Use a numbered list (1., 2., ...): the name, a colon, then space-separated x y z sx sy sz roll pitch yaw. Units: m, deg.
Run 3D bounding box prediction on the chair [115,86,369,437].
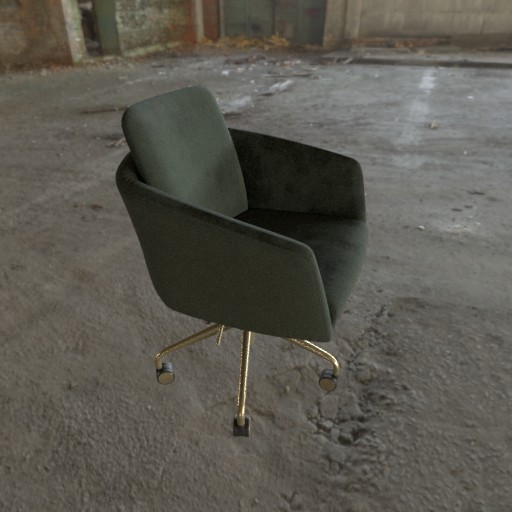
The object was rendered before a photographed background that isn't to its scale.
1. chair: 0.000 0.000 1.356 0.635 0.908 0.641 11 32 18
